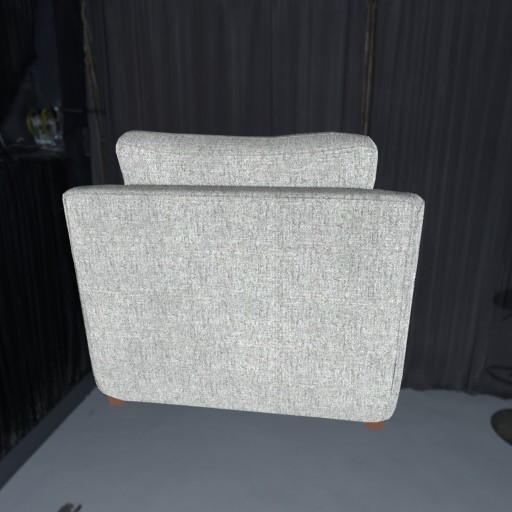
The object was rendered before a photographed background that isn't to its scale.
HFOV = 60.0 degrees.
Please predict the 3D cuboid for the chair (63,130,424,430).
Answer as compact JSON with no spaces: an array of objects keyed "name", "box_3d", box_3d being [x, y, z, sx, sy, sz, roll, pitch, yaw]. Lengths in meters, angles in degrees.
[{"name":"chair","box_3d":[0.000,0.000,1.901,1.138,1.037,1.009,2,16,8]}]
